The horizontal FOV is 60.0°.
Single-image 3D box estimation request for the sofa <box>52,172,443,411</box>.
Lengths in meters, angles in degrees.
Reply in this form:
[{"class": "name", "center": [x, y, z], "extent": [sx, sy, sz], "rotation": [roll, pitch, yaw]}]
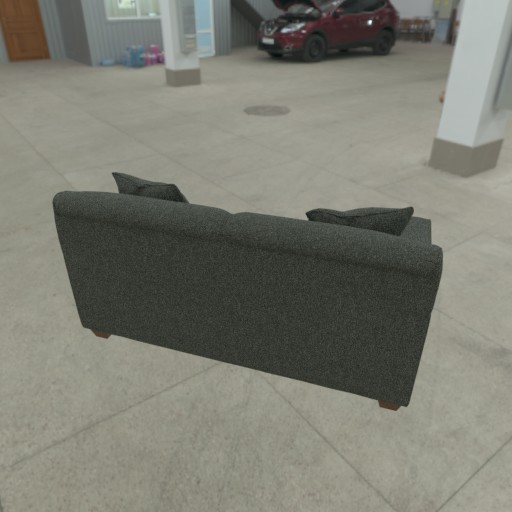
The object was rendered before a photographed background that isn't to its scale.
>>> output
[{"class": "sofa", "center": [0.000, 0.000, 2.529], "extent": [1.846, 0.958, 0.998], "rotation": [10, 32, 16]}]
